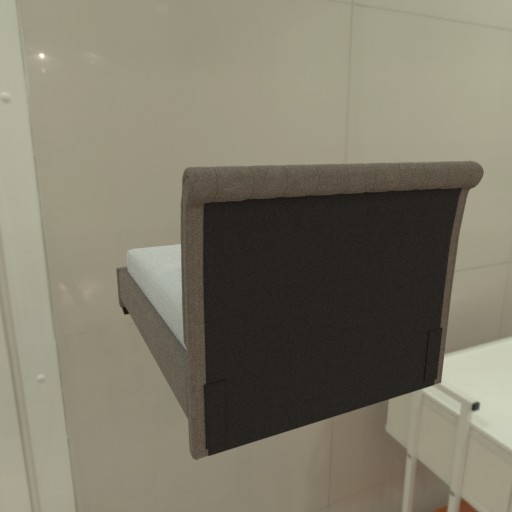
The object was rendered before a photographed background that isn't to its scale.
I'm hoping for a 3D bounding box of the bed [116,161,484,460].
[{"bbox_3d":[0.000,0.000,3.169,1.645,1.371,2.252,-7,16,-25],"label":"bed"}]
